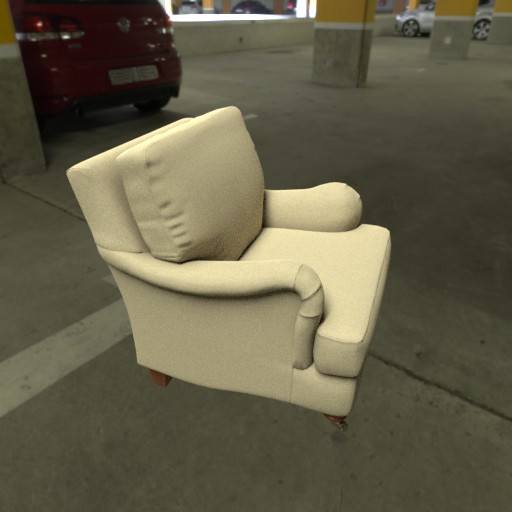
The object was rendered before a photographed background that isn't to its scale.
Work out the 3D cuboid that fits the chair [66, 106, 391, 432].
[{"bbox_3d":[0.000,0.000,1.885,1.078,1.076,0.895,10,31,18],"label":"chair"}]
